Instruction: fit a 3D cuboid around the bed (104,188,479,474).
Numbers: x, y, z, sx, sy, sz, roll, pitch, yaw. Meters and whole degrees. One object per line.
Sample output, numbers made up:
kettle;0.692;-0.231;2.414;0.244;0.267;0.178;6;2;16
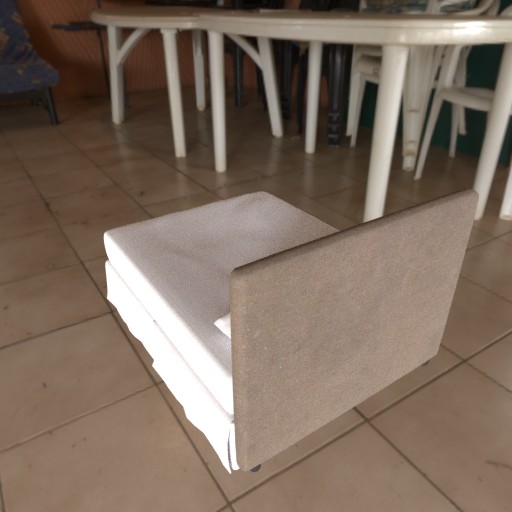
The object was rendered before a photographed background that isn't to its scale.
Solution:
bed;0.000;0.000;3.203;1.723;1.330;2.142;-19;35;-29
